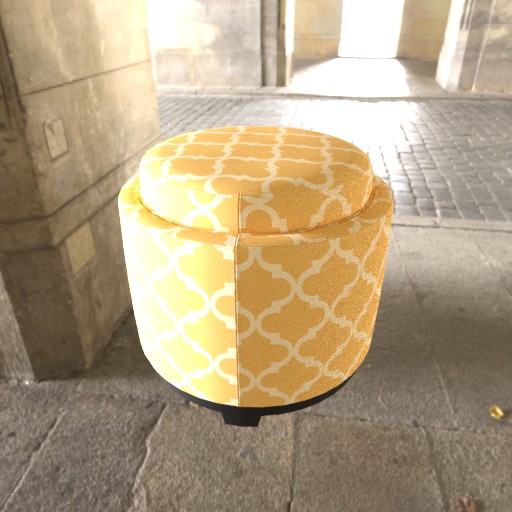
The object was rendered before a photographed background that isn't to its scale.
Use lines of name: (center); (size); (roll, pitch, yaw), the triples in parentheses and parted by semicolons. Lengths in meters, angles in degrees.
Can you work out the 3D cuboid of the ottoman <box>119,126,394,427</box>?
ottoman: (0.000, 0.000, 0.856); (0.480, 0.429, 0.480); (0, 29, 0)
